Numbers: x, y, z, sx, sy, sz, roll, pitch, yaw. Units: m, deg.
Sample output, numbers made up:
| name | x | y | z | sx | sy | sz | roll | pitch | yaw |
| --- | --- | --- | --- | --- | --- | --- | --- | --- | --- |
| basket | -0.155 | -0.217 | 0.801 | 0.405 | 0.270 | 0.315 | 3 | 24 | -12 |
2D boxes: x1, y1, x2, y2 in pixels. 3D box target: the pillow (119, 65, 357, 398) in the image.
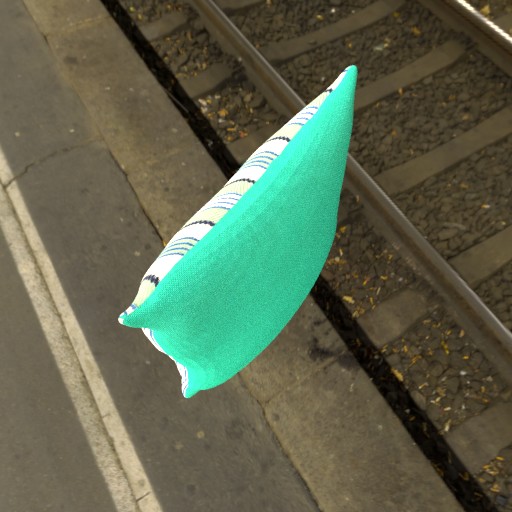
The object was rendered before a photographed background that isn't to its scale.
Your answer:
| name | x | y | z | sx | sy | sz | roll | pitch | yaw |
| --- | --- | --- | --- | --- | --- | --- | --- | --- | --- |
| pillow | 0.000 | 0.000 | 0.690 | 0.182 | 0.441 | 0.440 | 34 | 68 | 16 |
